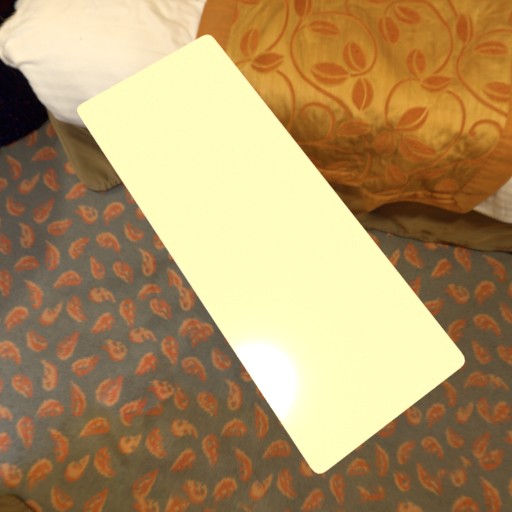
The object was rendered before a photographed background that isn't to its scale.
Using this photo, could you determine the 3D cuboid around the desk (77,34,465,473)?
[{"bbox_3d":[0.000,0.000,1.773,0.550,0.762,1.400,-33,77,-8],"label":"desk"}]
